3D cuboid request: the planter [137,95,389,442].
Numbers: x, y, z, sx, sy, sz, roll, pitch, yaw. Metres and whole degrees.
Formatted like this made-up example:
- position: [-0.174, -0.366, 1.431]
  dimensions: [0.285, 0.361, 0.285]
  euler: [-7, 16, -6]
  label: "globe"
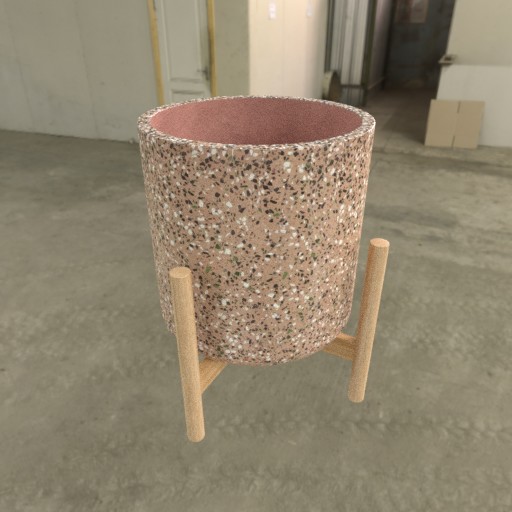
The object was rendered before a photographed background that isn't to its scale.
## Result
- position: [0.000, 0.000, 0.681]
  dimensions: [0.360, 0.419, 0.360]
  euler: [-22, 36, -33]
  label: "planter"
